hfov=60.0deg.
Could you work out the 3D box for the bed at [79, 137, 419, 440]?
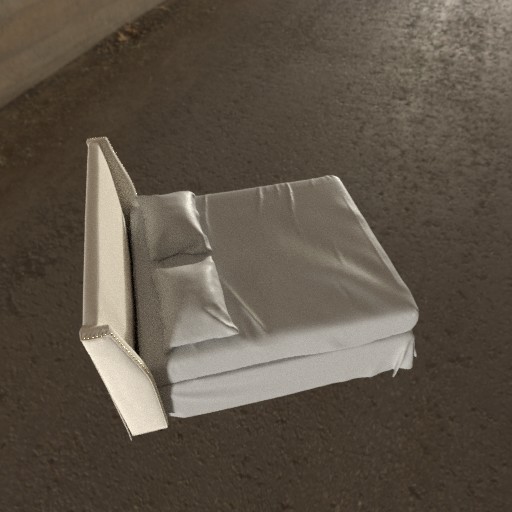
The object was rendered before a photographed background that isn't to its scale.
[{"bbox_3d":[0.000,0.000,3.472,2.276,1.332,1.925,-10,48,-9],"label":"bed"}]
